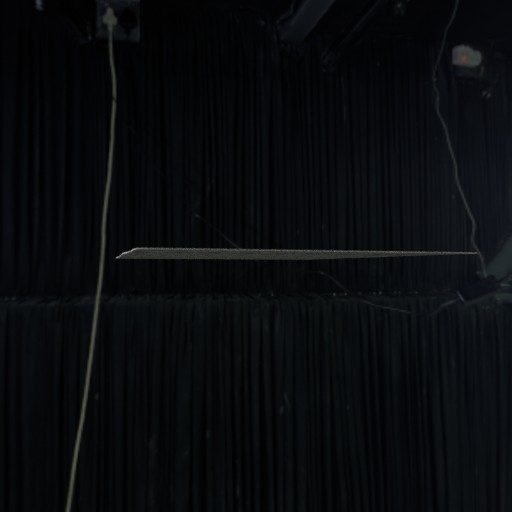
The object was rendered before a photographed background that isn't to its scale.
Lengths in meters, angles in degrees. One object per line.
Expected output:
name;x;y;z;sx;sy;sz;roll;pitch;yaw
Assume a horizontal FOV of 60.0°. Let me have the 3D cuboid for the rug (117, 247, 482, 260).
rug;0.000;0.000;4.047;2.371;0.012;3.000;1;-2;-20
